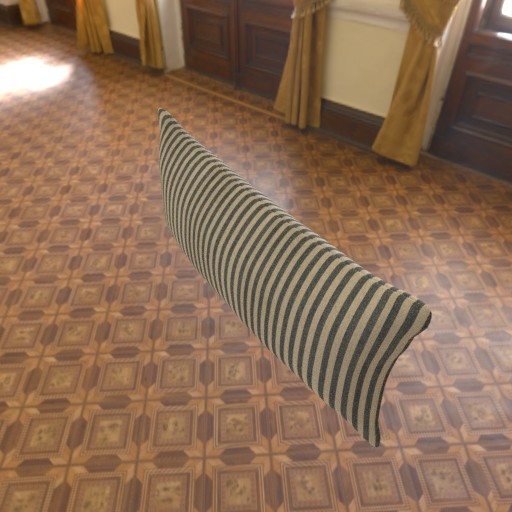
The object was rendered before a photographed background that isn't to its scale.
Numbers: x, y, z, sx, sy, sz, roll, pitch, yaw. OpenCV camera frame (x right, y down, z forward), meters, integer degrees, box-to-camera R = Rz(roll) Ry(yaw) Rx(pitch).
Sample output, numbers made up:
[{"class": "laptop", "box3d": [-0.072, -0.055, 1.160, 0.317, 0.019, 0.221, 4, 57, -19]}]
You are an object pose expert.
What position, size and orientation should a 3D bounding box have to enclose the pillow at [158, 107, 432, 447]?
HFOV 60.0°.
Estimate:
[{"class": "pillow", "box3d": [0.000, 0.000, 0.731, 0.151, 0.295, 0.617, -25, 47, -26]}]
